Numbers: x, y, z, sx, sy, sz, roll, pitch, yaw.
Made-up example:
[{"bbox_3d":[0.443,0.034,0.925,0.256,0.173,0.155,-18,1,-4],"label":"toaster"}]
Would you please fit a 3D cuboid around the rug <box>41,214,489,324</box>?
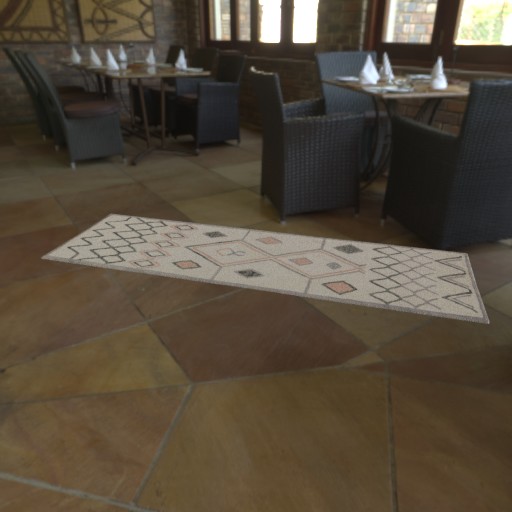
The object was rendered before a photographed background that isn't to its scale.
[{"bbox_3d":[0.000,0.000,2.647,2.435,0.011,0.750,7,27,14],"label":"rug"}]
